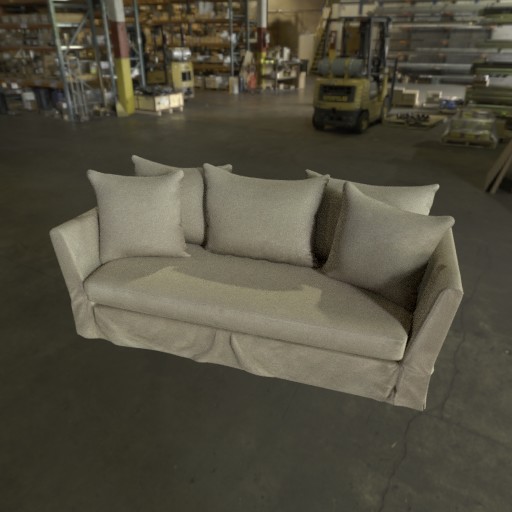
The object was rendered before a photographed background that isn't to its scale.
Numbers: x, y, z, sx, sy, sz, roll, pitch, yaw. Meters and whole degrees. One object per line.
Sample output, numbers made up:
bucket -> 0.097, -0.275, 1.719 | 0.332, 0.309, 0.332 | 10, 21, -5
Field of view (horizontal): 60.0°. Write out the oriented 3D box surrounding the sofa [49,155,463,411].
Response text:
sofa -> 0.000, 0.000, 2.825 | 2.290, 1.034, 1.031 | 8, 27, 16
